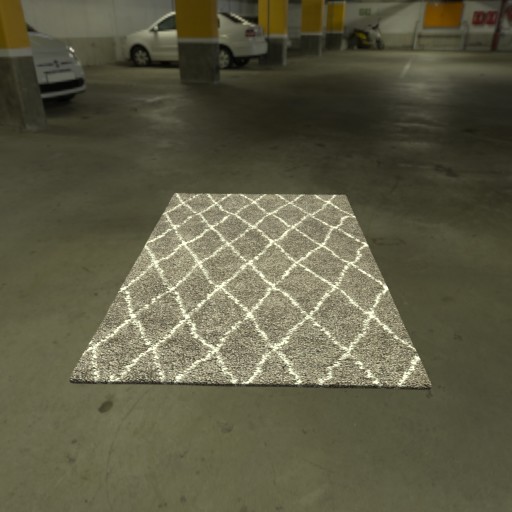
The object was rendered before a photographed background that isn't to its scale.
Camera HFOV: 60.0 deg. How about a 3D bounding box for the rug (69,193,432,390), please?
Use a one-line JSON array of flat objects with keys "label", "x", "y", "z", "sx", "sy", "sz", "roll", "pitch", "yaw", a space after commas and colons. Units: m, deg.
[{"label": "rug", "x": 0.000, "y": 0.000, "z": 3.372, "sx": 1.778, "sy": 0.030, "sz": 2.743, "roll": 1, "pitch": 27, "yaw": 1}]
